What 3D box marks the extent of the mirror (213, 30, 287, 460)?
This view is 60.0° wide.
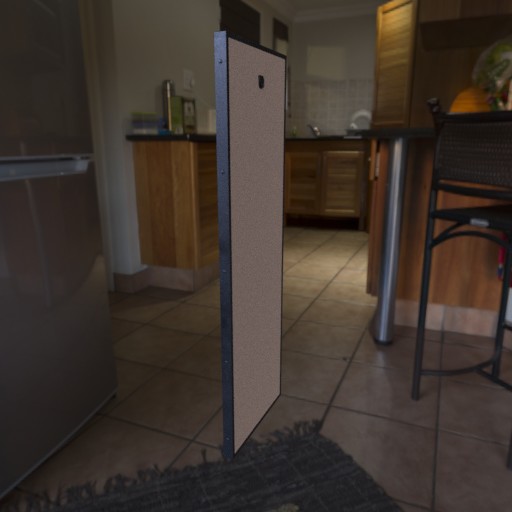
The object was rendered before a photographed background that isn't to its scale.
[{"bbox_3d":[0.000,0.000,1.233,0.042,1.080,0.354,7,17,24],"label":"mirror"}]
